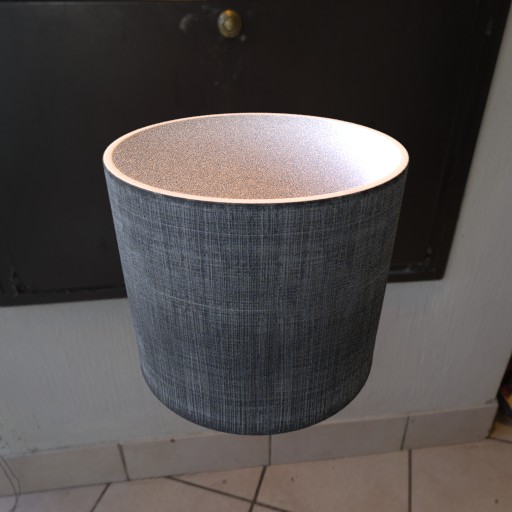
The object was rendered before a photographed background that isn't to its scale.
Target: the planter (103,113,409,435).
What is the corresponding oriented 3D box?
[{"bbox_3d":[0.000,0.000,0.438,0.254,0.221,0.254,0,30,0],"label":"planter"}]
